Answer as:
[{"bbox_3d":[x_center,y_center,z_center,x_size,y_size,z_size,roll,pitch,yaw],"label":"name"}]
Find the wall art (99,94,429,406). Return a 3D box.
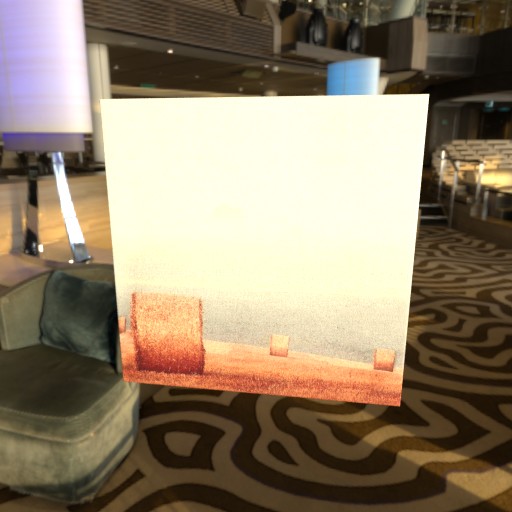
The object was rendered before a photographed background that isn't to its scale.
[{"bbox_3d":[0.000,0.000,0.896,0.605,0.605,0.034,2,15,9],"label":"wall art"}]
